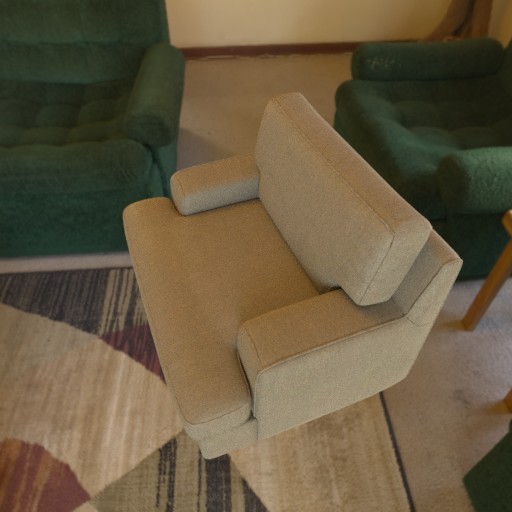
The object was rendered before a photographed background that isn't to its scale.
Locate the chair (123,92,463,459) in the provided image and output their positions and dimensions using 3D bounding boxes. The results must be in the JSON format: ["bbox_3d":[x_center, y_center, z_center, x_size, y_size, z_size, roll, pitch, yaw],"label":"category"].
[{"bbox_3d":[0.000,0.000,1.969,1.043,0.974,1.270,-16,48,-15],"label":"chair"}]
